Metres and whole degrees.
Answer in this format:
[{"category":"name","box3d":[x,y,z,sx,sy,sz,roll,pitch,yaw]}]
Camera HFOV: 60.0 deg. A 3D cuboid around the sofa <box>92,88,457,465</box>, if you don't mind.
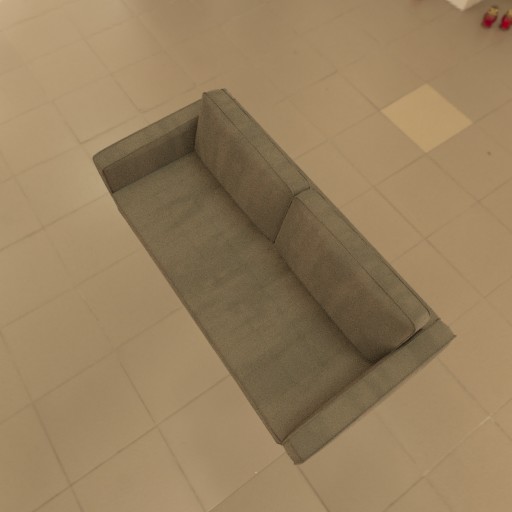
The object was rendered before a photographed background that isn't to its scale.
[{"category":"sofa","box3d":[0.000,0.000,2.404,0.924,0.825,1.920,-33,68,-15]}]
